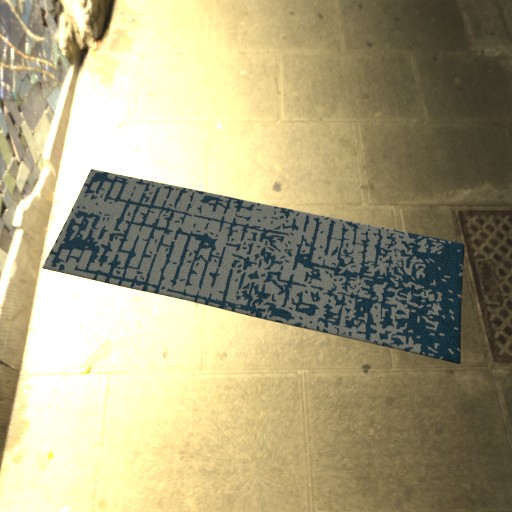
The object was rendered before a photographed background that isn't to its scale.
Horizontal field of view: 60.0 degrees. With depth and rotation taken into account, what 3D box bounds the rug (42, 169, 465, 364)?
[{"bbox_3d":[0.000,0.000,2.664,2.435,0.011,0.750,12,64,6],"label":"rug"}]
